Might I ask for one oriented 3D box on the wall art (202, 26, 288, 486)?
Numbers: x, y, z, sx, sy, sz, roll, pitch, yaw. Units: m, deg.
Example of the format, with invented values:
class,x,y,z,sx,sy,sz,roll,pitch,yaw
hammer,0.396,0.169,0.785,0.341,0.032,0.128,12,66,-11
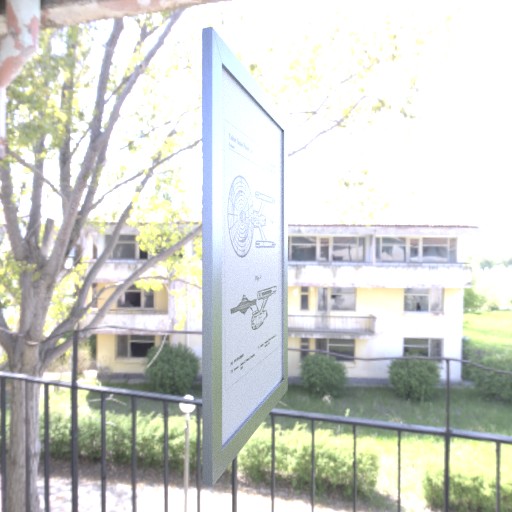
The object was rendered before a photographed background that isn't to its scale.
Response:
class,x,y,z,sx,sy,sz,roll,pitch,yaw
wall art,0.000,0.000,0.691,0.013,0.529,0.376,0,1,17
